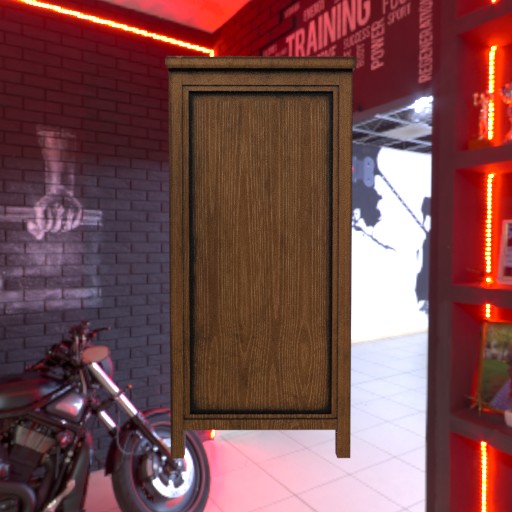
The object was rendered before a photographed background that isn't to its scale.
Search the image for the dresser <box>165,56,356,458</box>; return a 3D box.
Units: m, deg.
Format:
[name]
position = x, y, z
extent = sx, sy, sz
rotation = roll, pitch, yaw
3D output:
[dresser]
position = 0.000, 0.000, 1.958
extent = 0.591, 1.224, 1.250
rotation = 0, 1, 0
